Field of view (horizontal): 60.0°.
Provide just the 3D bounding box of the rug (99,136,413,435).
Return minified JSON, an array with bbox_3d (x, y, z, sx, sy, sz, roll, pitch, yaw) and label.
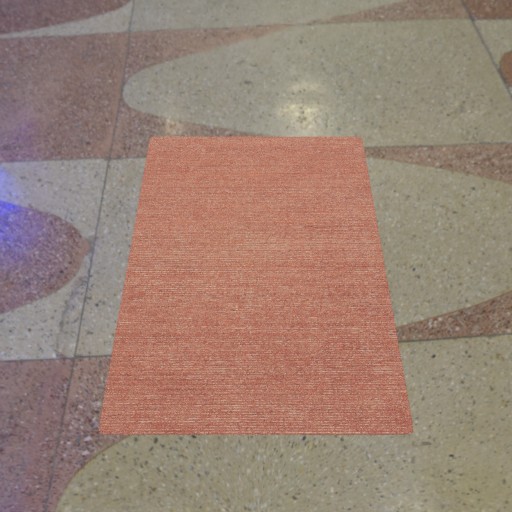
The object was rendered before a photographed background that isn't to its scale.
[{"bbox_3d":[0.000,0.000,2.781,1.594,0.009,2.112,0,58,0],"label":"rug"}]
